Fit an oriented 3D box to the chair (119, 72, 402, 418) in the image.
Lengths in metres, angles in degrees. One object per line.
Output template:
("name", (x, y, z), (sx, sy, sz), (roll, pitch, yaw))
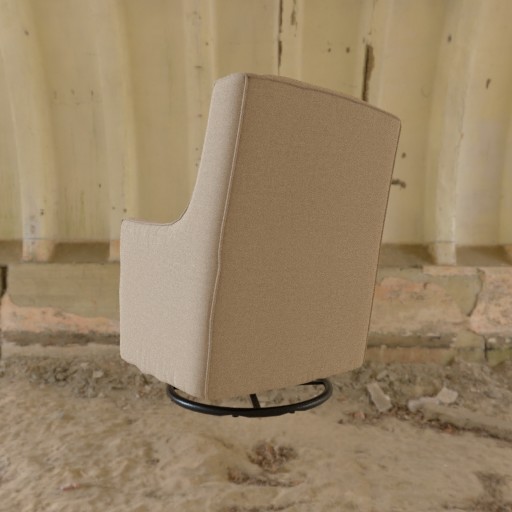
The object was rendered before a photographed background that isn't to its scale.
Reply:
("chair", (0.000, 0.000, 1.622), (0.732, 0.993, 0.879), (0, 0, -37))
